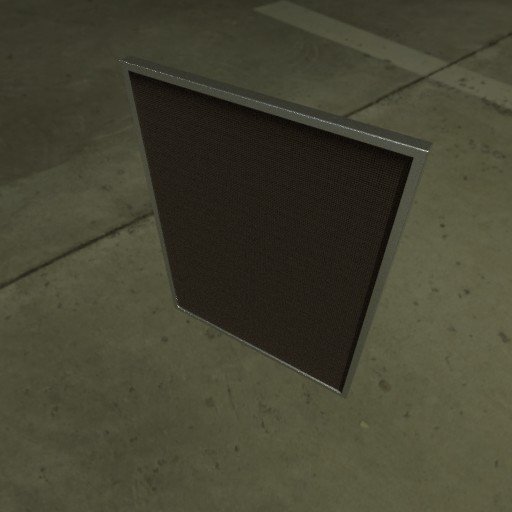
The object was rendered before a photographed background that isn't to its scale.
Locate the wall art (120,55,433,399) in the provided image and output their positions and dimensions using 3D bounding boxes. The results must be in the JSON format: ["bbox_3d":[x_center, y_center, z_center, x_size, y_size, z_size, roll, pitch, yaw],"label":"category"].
[{"bbox_3d":[0.000,0.000,1.395,0.801,1.062,0.037,24,51,21],"label":"wall art"}]
